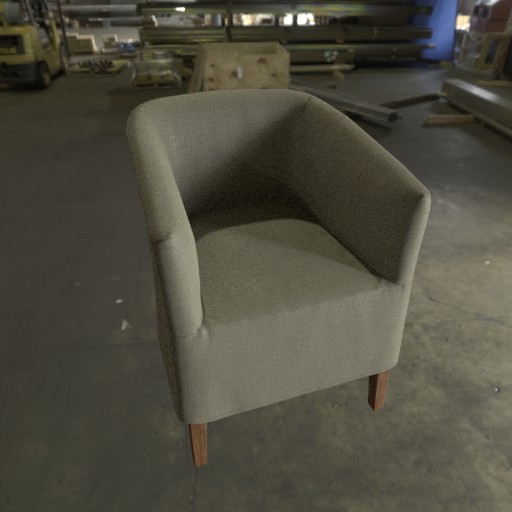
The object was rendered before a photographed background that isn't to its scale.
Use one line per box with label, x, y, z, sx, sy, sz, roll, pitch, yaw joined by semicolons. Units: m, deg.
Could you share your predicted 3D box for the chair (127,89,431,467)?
chair;0.000;0.000;1.246;0.600;0.771;0.668;-11;34;-16
